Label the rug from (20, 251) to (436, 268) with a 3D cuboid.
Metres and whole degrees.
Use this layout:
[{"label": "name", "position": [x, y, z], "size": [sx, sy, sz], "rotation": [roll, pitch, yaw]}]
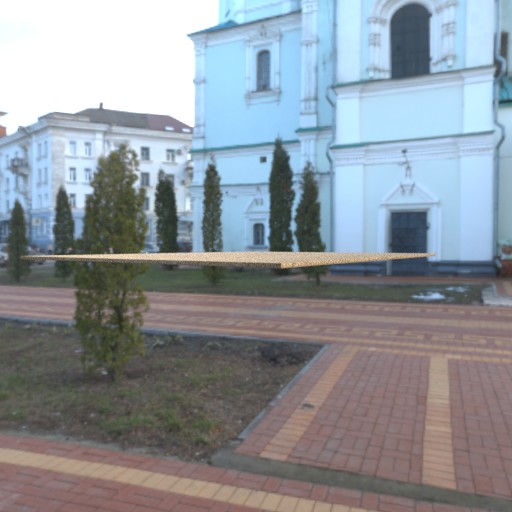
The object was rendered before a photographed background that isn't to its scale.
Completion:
[{"label": "rug", "position": [0.000, 0.000, 4.006], "size": [2.400, 0.026, 3.000], "rotation": [1, 2, 35]}]
